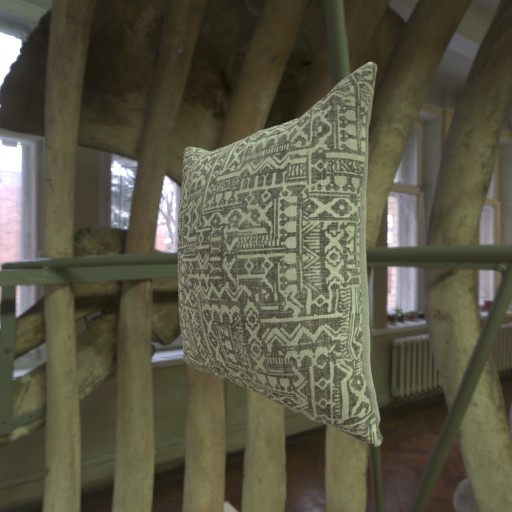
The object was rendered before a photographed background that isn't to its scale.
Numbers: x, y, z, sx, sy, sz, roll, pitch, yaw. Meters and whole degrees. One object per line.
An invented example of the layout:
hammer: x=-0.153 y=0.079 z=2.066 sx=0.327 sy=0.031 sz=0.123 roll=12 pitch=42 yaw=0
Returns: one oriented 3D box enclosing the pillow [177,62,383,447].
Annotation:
pillow: x=0.000 y=0.000 z=0.767 sx=0.180 sy=0.487 sz=0.546 roll=0 pitch=0 yaw=-34
